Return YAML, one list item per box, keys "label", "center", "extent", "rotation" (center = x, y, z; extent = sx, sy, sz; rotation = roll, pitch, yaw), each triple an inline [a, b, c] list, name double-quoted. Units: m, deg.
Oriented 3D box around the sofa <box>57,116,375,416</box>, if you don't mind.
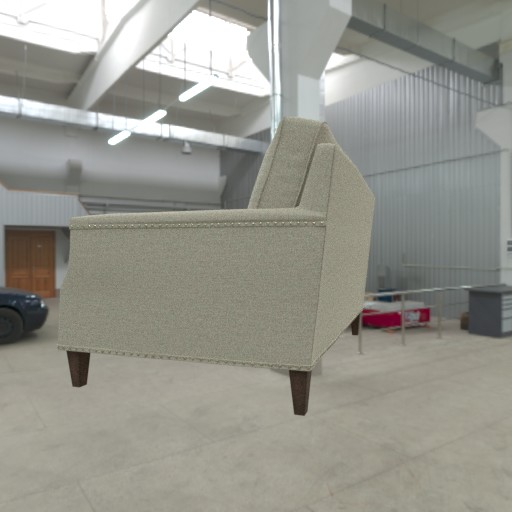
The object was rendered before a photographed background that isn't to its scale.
- label: "sofa"
  center: [0.000, 0.000, 2.250]
  extent: [1.084, 1.003, 1.597]
  rotation: [0, 1, 20]
